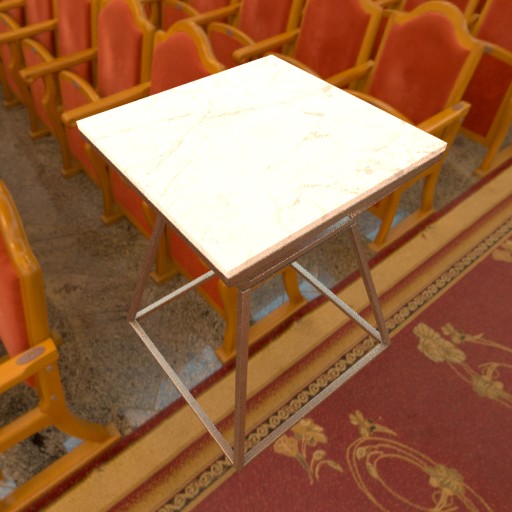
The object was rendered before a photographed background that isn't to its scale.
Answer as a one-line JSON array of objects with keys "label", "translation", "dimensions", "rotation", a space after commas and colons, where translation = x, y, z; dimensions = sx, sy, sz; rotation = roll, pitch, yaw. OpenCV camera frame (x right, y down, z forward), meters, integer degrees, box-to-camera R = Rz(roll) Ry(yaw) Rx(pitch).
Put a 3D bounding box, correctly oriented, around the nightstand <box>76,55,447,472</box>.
[{"label": "nightstand", "translation": [0.000, 0.000, 0.880], "dimensions": [0.455, 0.554, 0.455], "rotation": [-30, 54, -25]}]
